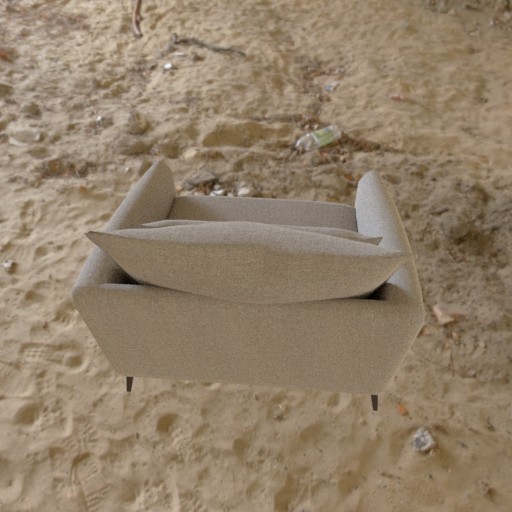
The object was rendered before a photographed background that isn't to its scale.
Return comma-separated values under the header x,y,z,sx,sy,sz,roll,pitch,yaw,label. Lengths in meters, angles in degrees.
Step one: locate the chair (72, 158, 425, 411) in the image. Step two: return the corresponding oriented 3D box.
x,y,z,sx,sy,sz,roll,pitch,yaw,label
0.000,0.000,1.579,1.029,0.856,0.801,3,47,3,chair
